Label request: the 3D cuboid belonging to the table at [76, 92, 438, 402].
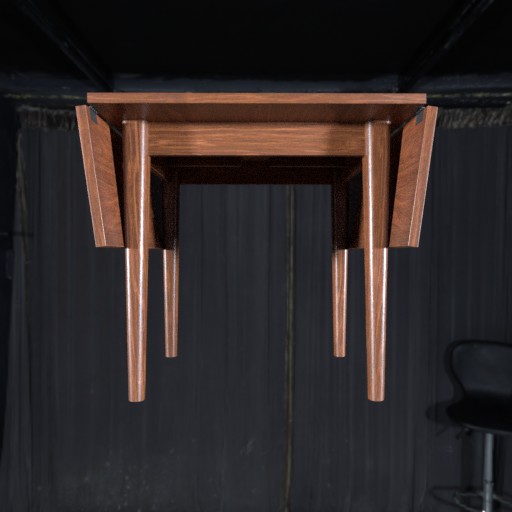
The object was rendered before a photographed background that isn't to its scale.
[{"bbox_3d":[0.000,0.000,1.433,0.843,0.763,0.812,0,0,0],"label":"table"}]
